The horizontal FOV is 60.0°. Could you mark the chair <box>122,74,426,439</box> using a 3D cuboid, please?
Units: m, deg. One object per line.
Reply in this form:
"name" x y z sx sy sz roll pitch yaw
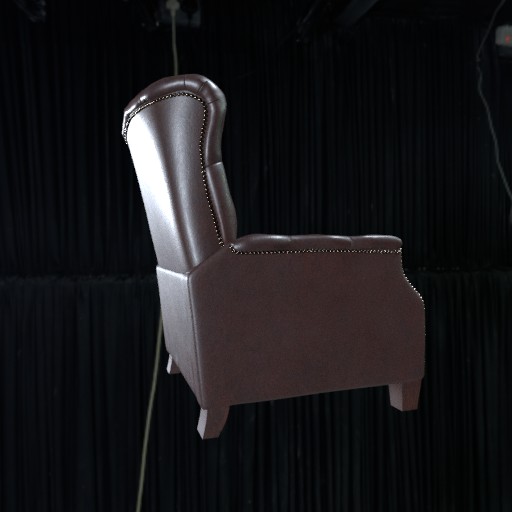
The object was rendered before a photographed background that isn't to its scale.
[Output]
"chair" 0.000 0.000 1.437 0.823 0.864 0.709 0 1 -19
